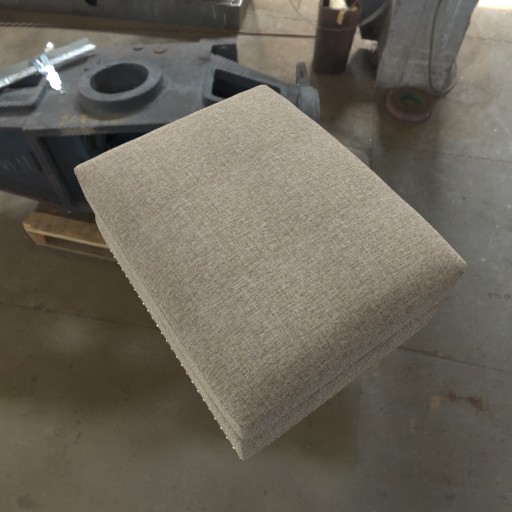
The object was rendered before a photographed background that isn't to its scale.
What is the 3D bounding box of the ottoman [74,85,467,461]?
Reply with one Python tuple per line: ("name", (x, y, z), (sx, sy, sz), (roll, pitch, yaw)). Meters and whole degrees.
("ottoman", (0.000, 0.000, 1.130), (0.584, 0.513, 0.741), (-30, 62, -18))
